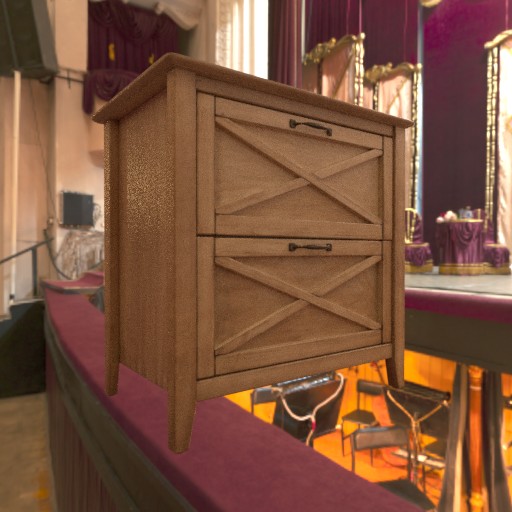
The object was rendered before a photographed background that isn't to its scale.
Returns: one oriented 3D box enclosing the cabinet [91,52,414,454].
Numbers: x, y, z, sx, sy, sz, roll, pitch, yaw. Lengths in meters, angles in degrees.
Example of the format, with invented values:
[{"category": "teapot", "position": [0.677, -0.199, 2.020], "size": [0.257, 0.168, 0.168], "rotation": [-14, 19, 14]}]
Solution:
[{"category": "cabinet", "position": [0.000, 0.000, 1.243], "size": [0.763, 0.762, 0.503], "rotation": [-1, 1, -36]}]
